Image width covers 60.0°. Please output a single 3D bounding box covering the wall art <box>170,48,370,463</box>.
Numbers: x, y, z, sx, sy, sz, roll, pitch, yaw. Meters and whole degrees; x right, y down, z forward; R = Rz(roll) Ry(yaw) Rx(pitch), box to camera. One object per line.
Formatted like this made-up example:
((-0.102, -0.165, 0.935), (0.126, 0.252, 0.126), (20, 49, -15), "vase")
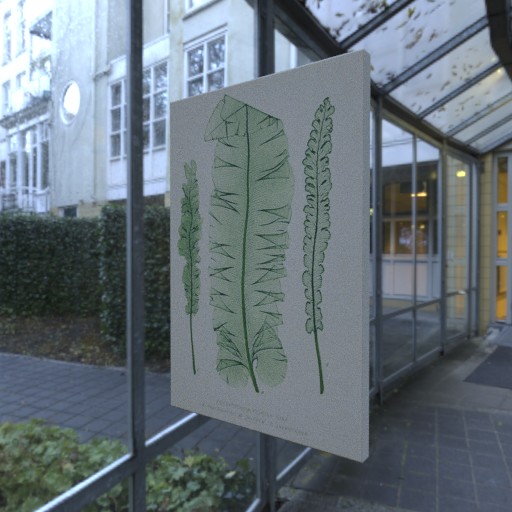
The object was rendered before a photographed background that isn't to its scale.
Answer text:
((0.000, 0.000, 1.172), (0.610, 0.914, 0.038), (1, 1, 36), "wall art")
